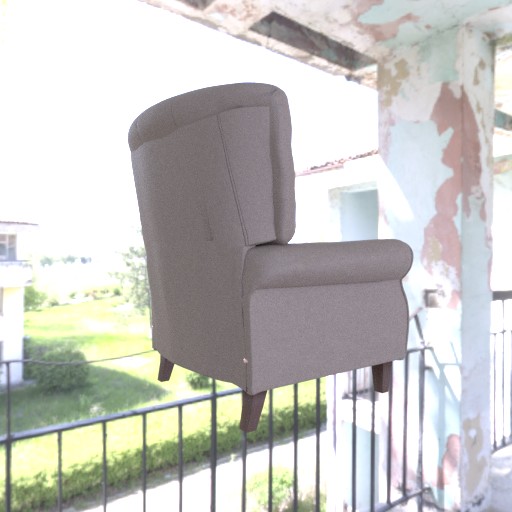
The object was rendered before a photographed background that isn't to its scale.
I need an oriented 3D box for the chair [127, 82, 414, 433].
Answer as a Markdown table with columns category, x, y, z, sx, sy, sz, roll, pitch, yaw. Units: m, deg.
| category | x | y | z | sx | sy | sz | roll | pitch | yaw |
| --- | --- | --- | --- | --- | --- | --- | --- | --- | --- |
| chair | 0.000 | 0.000 | 1.900 | 1.041 | 1.138 | 0.999 | -1 | 1 | -35 |
